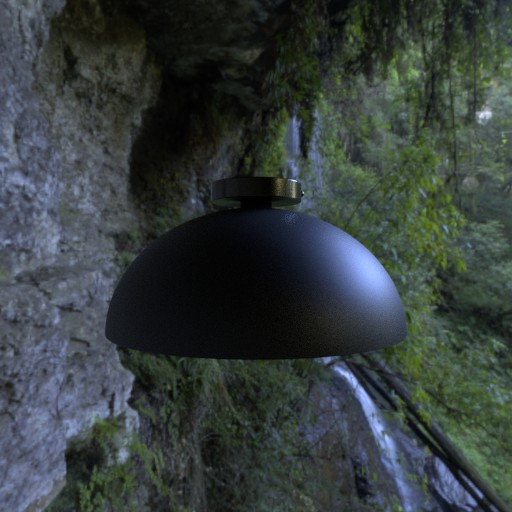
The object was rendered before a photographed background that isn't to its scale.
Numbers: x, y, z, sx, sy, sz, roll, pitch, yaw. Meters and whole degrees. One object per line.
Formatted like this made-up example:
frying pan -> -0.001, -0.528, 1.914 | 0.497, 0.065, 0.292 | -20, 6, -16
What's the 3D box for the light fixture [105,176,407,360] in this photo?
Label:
light fixture -> 0.000, 0.000, 0.550 | 0.355, 0.177, 0.355 | 0, 0, 0
